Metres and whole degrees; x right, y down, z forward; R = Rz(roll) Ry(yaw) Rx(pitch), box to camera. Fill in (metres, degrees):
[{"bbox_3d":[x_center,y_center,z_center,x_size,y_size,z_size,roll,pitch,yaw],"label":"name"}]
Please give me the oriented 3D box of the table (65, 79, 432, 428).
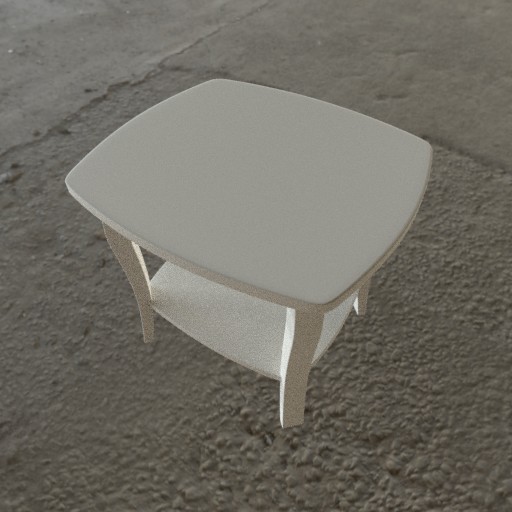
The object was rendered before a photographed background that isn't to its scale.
[{"bbox_3d":[0.000,0.000,0.852,0.502,0.438,0.451,25,52,21],"label":"table"}]
